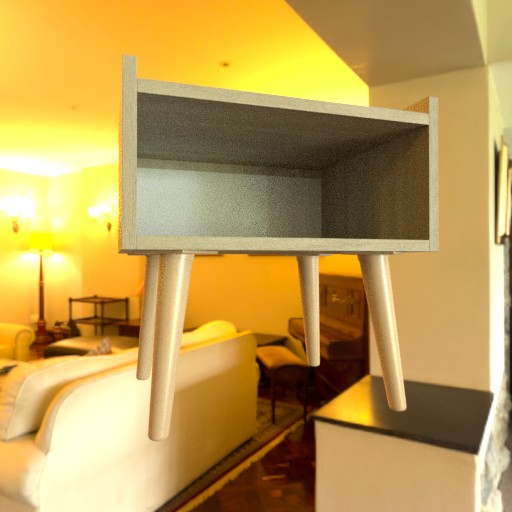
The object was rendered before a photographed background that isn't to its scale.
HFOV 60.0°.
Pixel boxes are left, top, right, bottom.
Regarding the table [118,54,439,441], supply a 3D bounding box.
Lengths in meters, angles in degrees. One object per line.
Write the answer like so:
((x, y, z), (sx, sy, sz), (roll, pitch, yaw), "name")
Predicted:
((0.000, 0.000, 0.764), (0.450, 0.470, 0.370), (0, -1, -18), "table")
